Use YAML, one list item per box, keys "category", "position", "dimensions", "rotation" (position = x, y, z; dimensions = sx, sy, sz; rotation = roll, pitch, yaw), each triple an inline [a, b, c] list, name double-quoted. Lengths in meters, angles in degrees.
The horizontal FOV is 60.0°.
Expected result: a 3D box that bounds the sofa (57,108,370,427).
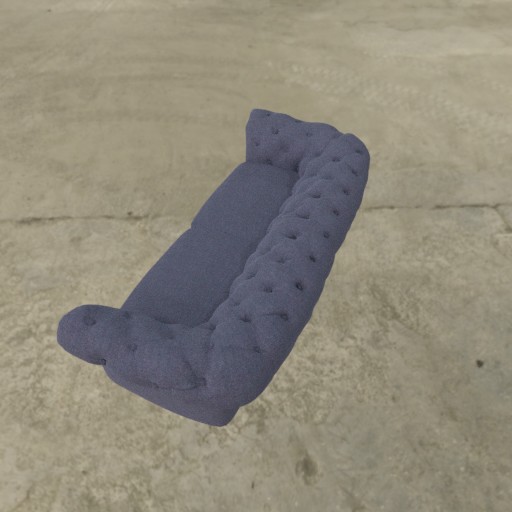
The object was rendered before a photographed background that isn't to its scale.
- category: "sofa"
  position: [0.000, 0.000, 2.858]
  dimensions: [1.046, 0.836, 2.335]
  rotation: [18, 49, 16]
